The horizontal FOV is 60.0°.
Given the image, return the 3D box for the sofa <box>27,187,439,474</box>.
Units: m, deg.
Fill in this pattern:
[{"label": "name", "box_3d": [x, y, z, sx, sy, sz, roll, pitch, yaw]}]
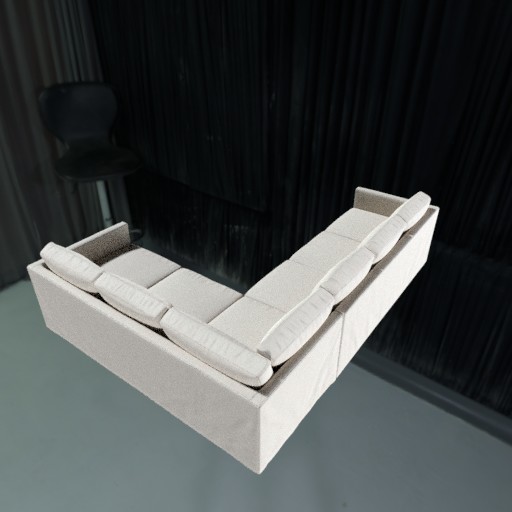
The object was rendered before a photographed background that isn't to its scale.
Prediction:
[{"label": "sofa", "box_3d": [0.000, 0.000, 4.289, 2.432, 0.871, 3.182, 22, 38, 30]}]
